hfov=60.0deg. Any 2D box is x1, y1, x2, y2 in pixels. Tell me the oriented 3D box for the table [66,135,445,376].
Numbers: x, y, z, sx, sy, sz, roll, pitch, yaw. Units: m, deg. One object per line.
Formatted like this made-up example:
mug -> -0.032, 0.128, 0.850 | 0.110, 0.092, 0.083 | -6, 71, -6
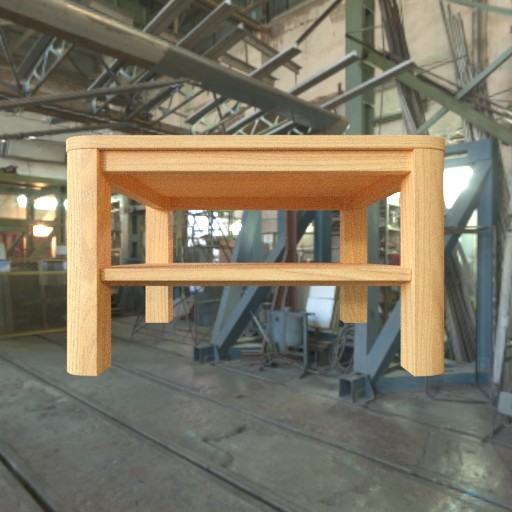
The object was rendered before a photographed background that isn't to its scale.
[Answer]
table -> 0.000, 0.000, 1.200 | 0.750, 0.450, 0.750 | 0, 0, 0
